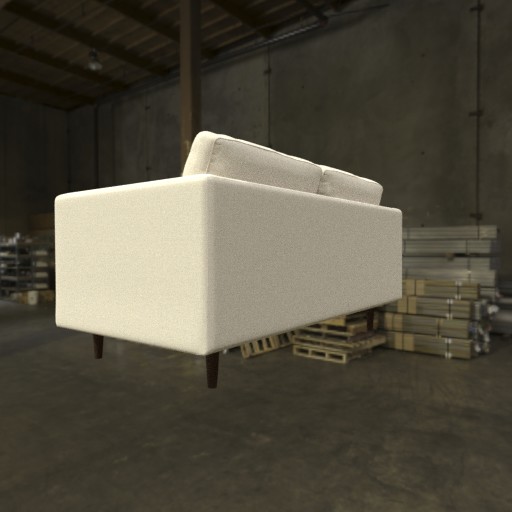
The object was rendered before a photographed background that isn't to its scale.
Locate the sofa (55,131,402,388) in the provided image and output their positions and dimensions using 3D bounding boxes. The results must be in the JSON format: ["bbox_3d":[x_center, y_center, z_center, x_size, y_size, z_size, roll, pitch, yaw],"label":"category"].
[{"bbox_3d":[0.000,0.000,2.275,0.940,0.893,1.713,1,1,37],"label":"sofa"}]
